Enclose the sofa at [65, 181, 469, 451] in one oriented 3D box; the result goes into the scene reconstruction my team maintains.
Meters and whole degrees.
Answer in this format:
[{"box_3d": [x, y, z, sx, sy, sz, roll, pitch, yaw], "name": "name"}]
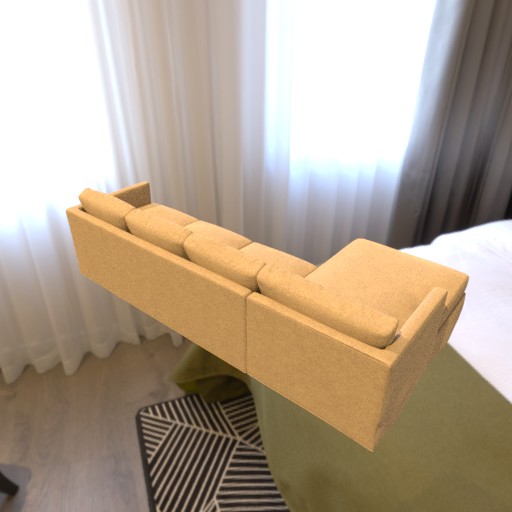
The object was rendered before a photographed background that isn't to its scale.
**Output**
[{"box_3d": [0.000, 0.000, 3.877, 3.198, 0.920, 1.638, 22, 37, 33], "name": "sofa"}]
